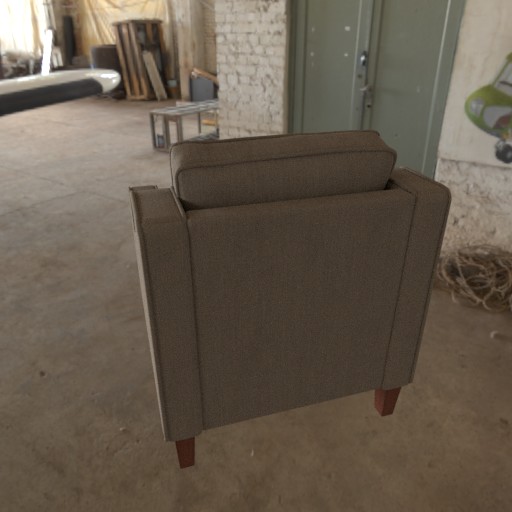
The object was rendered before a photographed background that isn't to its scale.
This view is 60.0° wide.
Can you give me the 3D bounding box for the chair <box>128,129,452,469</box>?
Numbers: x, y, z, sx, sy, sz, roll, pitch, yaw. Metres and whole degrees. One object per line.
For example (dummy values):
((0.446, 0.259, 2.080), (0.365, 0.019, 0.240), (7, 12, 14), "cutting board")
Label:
((0.000, 0.000, 1.613), (0.831, 0.960, 0.909), (-8, 27, -15), "chair")
